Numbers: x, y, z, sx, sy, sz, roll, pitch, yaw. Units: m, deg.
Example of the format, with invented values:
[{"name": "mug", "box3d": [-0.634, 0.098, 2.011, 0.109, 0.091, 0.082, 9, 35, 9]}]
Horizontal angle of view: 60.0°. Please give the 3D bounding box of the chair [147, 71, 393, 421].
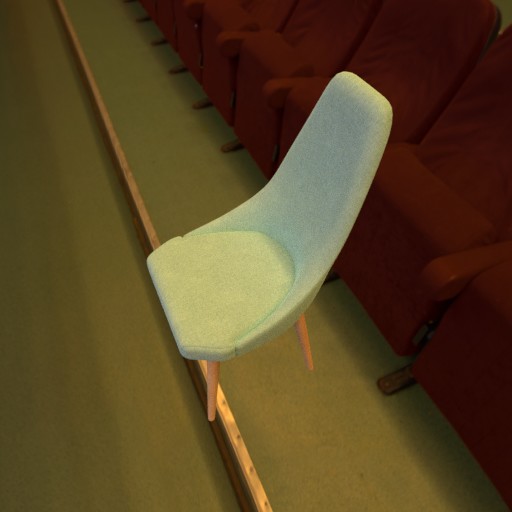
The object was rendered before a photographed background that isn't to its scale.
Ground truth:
[{"name": "chair", "box3d": [0.000, 0.000, 1.450, 0.660, 1.040, 0.510, -19, 51, -16]}]
